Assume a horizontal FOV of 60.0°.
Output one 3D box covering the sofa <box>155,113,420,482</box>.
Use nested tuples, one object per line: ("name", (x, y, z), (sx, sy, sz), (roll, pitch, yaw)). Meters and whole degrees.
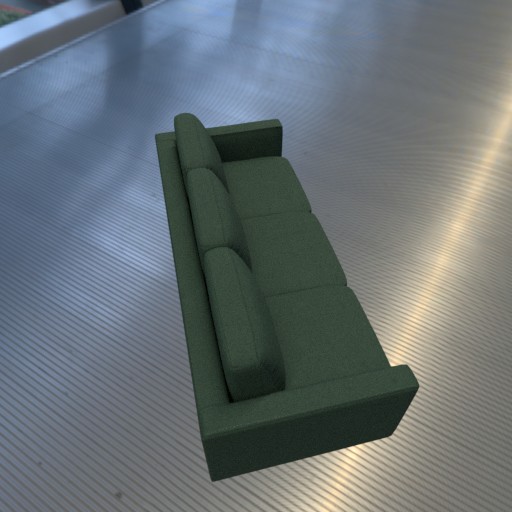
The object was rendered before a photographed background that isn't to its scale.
("sofa", (0.000, 0.000, 2.450), (0.879, 0.899, 2.029), (-10, 48, -9))
